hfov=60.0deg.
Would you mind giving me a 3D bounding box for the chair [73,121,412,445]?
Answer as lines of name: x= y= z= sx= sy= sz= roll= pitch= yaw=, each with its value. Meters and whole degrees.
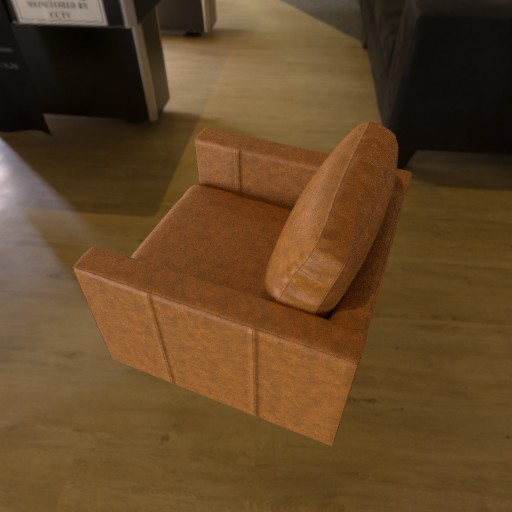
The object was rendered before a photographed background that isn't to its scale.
chair: x=0.000 y=0.000 z=1.647 sx=0.909 sy=0.956 sz=0.890 roll=16 pitch=48 yaw=15
